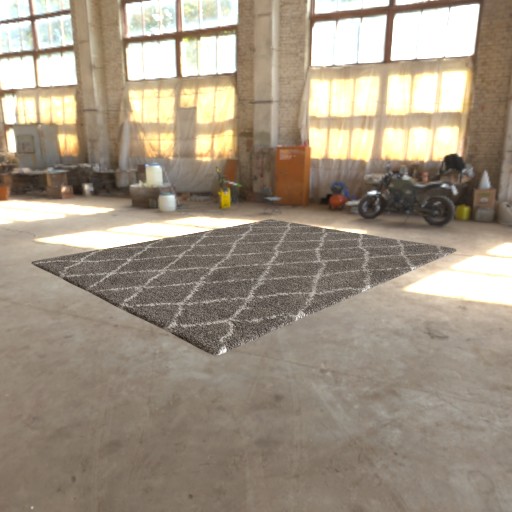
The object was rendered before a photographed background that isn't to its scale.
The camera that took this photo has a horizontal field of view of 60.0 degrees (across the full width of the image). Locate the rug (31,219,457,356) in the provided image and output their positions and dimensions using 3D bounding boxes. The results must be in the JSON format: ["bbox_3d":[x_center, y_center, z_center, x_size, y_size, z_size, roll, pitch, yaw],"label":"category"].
[{"bbox_3d":[0.000,0.000,4.027,2.438,0.029,3.047,14,20,43],"label":"rug"}]
